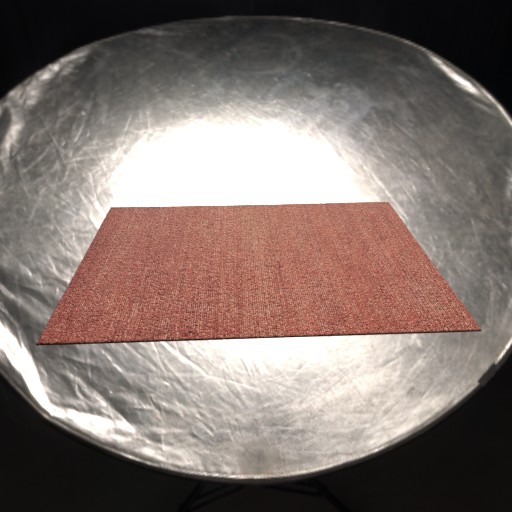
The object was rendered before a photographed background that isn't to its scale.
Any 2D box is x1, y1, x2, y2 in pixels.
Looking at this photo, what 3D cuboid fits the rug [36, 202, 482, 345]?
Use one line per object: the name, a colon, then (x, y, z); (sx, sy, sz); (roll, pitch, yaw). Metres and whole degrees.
rug: (0.000, 0.000, 5.120); (3.965, 0.025, 2.803); (-1, 31, -2)
